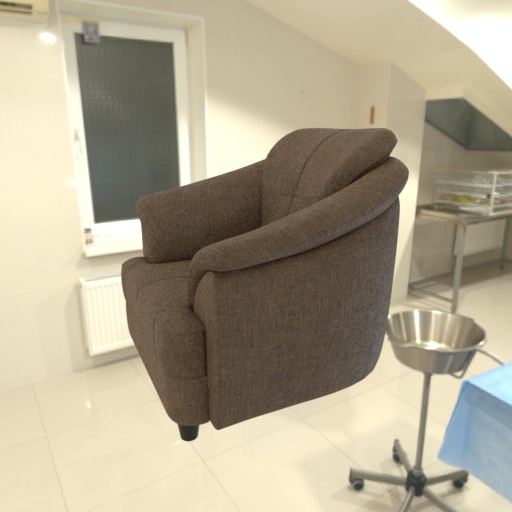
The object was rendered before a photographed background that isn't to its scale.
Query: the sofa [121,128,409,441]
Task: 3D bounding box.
[{"bbox_3d":[0.000,0.000,1.462,0.794,0.811,0.870,-8,18,-25],"label":"sofa"}]
